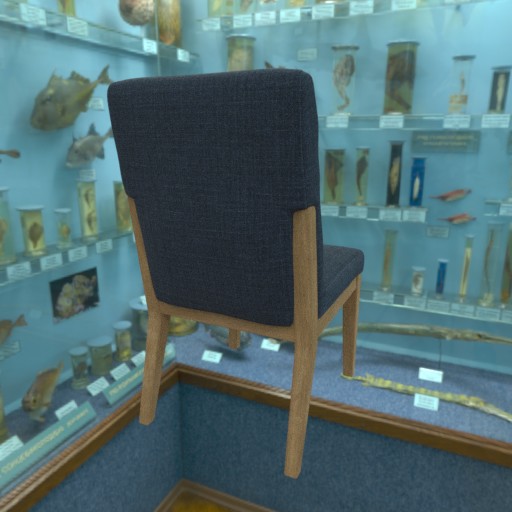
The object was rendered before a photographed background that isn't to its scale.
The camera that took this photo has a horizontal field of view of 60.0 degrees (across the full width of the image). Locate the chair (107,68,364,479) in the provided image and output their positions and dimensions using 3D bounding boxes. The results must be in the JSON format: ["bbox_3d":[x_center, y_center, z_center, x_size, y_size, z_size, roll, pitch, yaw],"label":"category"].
[{"bbox_3d":[0.000,0.000,1.261,0.507,0.911,0.586,8,17,26],"label":"chair"}]
